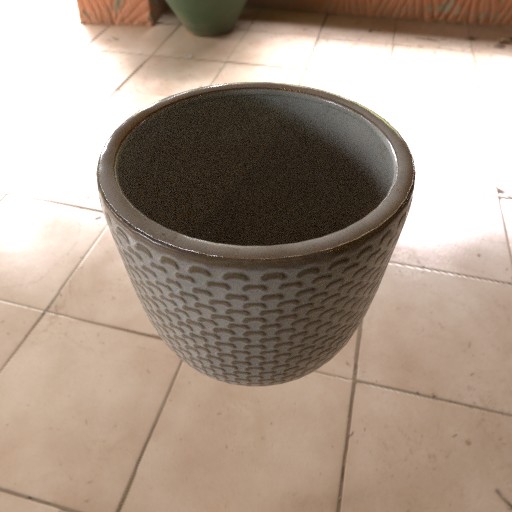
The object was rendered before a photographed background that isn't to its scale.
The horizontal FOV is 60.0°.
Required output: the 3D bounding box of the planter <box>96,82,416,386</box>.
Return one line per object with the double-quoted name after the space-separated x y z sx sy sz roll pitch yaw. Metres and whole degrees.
0.000 0.000 0.343 0.197 0.191 0.197 0 46 0 "planter"
